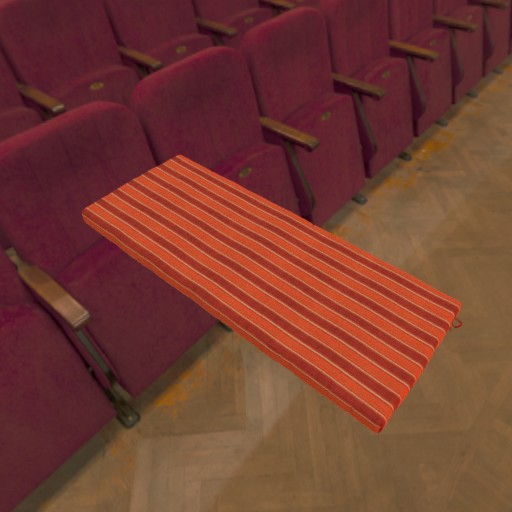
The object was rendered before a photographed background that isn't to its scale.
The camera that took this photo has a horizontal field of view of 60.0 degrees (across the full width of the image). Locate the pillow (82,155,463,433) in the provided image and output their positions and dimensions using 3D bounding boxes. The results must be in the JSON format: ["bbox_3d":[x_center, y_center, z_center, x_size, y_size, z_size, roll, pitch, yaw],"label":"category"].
[{"bbox_3d":[0.000,0.000,1.380,1.187,0.081,0.492,31,53,27],"label":"pillow"}]
